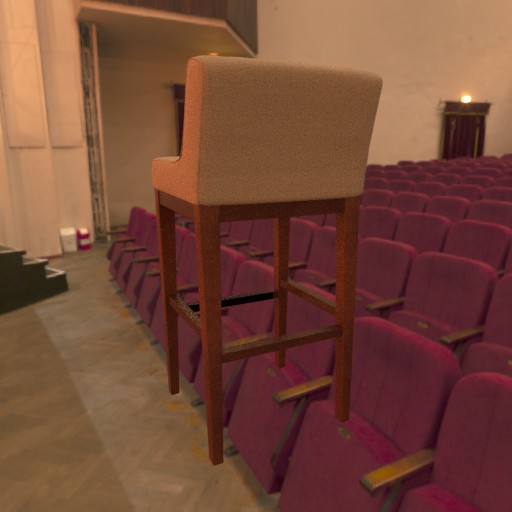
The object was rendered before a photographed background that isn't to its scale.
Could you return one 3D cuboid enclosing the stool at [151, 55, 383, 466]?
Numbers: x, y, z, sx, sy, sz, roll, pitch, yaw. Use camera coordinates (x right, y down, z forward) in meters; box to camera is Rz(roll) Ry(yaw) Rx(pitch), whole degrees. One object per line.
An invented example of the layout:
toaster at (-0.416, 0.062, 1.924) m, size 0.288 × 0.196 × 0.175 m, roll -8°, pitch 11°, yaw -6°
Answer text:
stool at (0.000, 0.000, 1.353) m, size 0.511 × 1.037 × 0.500 m, roll -7°, pitch 15°, yaw -26°
